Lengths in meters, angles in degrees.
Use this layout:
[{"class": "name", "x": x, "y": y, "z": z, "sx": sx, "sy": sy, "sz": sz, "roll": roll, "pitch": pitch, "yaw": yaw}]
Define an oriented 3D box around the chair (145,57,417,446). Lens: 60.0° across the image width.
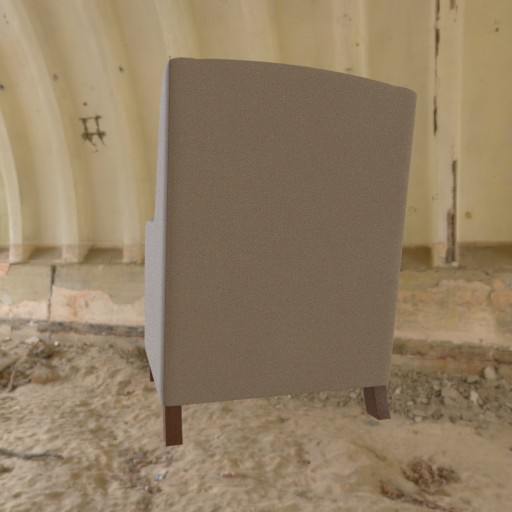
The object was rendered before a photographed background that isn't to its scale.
[{"class": "chair", "x": 0.000, "y": 0.000, "z": 1.560, "sx": 0.715, "sy": 1.010, "sz": 0.863, "roll": 0, "pitch": -1, "yaw": -17}]
